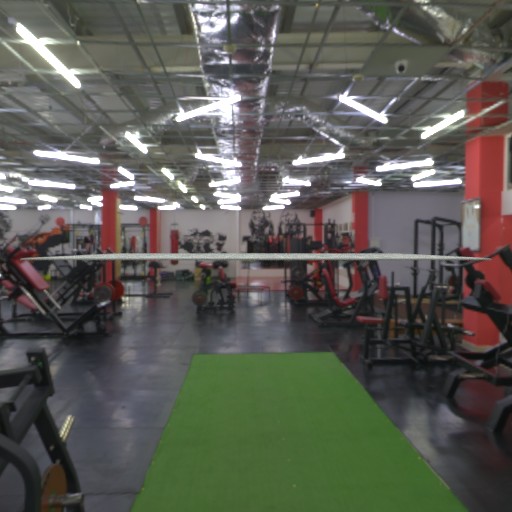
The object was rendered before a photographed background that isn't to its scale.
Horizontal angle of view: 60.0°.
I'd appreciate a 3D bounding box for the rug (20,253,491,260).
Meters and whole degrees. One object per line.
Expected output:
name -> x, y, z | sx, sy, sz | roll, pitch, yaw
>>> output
rug -> 0.000, 0.000, 3.043 | 2.430, 0.010, 1.515 | 0, 1, 0
